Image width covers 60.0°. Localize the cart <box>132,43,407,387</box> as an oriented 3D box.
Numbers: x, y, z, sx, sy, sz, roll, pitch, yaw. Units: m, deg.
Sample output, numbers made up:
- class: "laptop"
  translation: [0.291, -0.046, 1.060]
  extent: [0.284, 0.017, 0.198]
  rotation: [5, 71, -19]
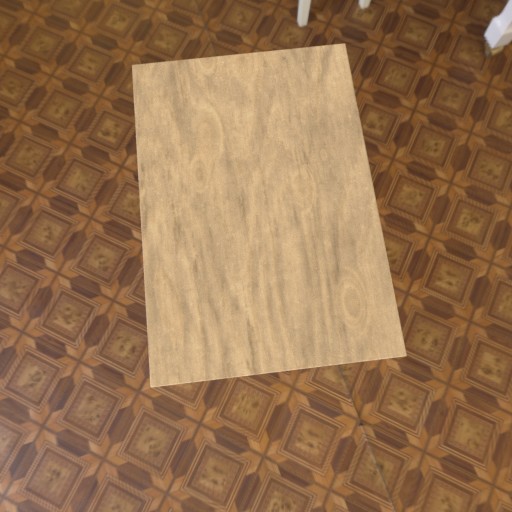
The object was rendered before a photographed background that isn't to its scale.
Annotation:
- class: "cart"
  translation: [0.000, 0.000, 1.160]
  extent: [0.403, 0.839, 0.584]
  rotation: [-7, 76, -2]
